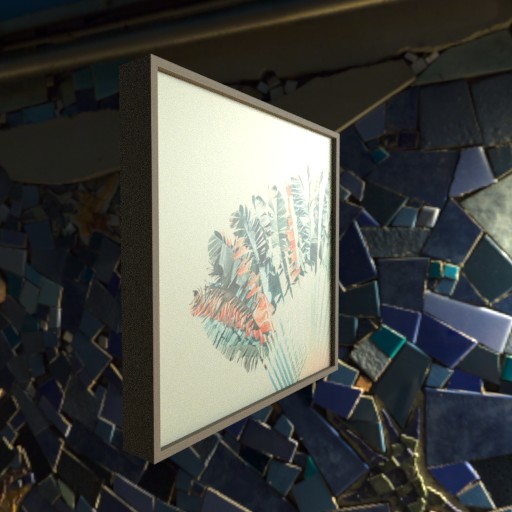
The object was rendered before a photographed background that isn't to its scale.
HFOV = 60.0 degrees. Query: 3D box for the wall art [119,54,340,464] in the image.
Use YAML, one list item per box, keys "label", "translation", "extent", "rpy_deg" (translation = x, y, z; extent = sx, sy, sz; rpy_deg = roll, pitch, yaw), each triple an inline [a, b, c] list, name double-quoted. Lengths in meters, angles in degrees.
- label: "wall art"
  translation: [0.000, 0.000, 0.460]
  extent: [0.038, 0.303, 0.304]
  rpy_deg: [2, 3, 37]
